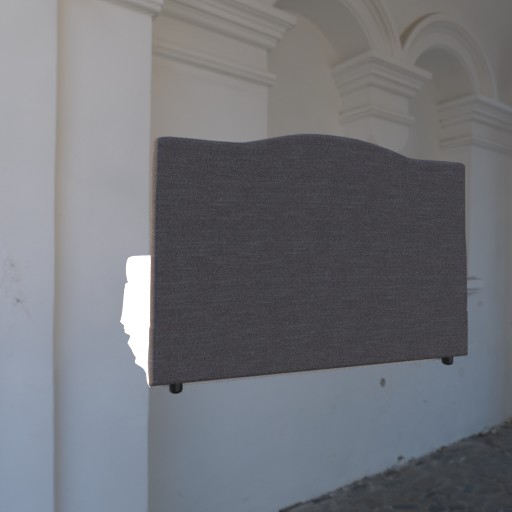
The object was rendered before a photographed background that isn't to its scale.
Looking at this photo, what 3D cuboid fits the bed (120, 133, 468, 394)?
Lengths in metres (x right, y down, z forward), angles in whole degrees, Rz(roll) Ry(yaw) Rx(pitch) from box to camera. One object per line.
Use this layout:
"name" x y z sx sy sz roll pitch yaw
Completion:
"bed" 0.000 0.000 3.889 2.161 1.457 2.689 0 0 -20
